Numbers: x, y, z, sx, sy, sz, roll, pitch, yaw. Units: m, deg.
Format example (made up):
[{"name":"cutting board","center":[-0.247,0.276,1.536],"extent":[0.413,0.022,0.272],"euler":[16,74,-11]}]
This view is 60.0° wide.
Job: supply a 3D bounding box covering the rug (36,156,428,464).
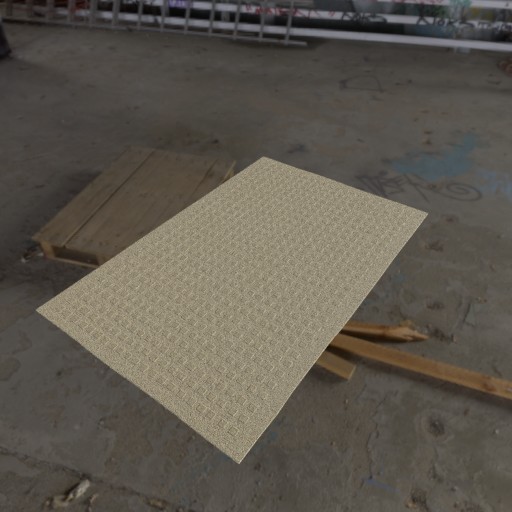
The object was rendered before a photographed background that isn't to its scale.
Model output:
[{"name":"rug","center":[0.000,0.000,2.236],"extent":[1.143,0.006,1.747],"euler":[25,47,27]}]
